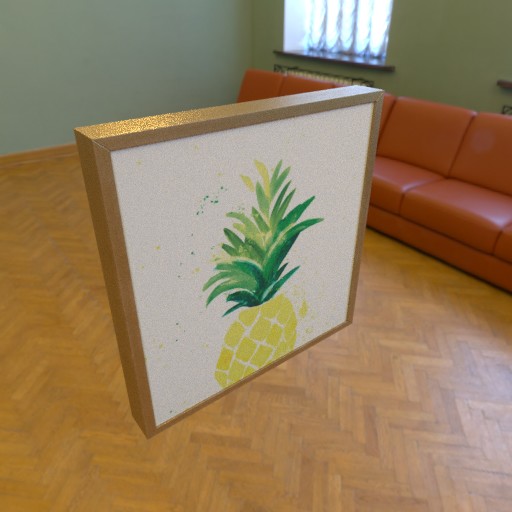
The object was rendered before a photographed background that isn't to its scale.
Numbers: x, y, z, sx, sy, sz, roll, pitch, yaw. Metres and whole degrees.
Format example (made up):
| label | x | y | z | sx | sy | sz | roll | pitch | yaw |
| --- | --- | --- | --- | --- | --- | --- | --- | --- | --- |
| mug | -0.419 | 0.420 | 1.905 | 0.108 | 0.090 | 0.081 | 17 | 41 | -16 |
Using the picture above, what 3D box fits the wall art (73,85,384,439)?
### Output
| label | x | y | z | sx | sy | sz | roll | pitch | yaw |
| --- | --- | --- | --- | --- | --- | --- | --- | --- | --- |
| wall art | 0.000 | 0.000 | 0.466 | 0.306 | 0.305 | 0.038 | -21 | 36 | -32 |
